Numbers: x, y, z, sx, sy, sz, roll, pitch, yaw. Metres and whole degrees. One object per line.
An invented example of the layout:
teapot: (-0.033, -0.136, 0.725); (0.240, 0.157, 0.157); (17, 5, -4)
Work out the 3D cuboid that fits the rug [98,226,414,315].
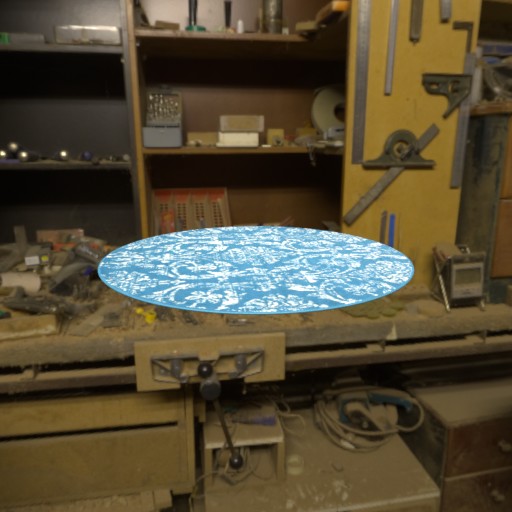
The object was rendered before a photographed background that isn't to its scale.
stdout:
rug: (0.000, 0.000, 2.360); (1.593, 0.012, 1.593); (0, 15, 0)
